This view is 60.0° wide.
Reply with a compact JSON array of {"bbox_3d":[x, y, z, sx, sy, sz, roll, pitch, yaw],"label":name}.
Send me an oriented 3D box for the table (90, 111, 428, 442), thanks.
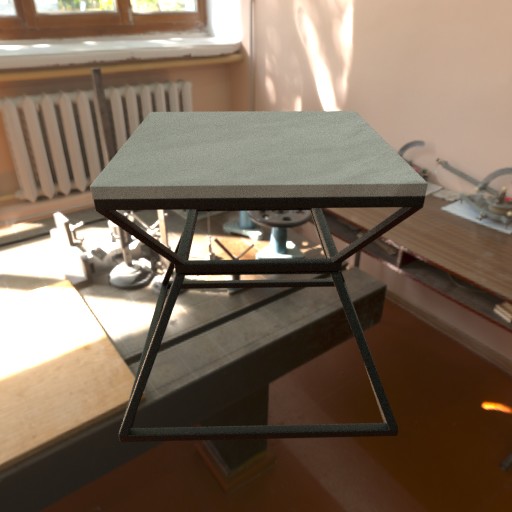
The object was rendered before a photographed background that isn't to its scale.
[{"bbox_3d":[0.000,0.000,0.814,0.455,0.431,0.455,-1,30,-1],"label":"table"}]
